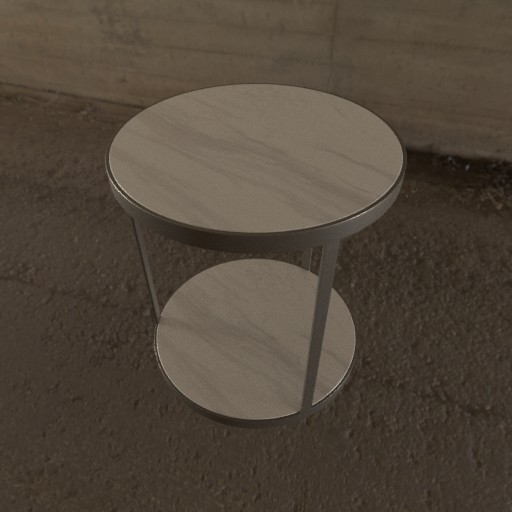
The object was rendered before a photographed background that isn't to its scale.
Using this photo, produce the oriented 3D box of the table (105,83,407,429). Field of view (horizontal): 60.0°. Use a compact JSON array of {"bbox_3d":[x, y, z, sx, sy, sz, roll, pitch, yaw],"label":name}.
[{"bbox_3d":[0.000,0.000,0.836,0.445,0.479,0.445,0,43,0],"label":"table"}]
